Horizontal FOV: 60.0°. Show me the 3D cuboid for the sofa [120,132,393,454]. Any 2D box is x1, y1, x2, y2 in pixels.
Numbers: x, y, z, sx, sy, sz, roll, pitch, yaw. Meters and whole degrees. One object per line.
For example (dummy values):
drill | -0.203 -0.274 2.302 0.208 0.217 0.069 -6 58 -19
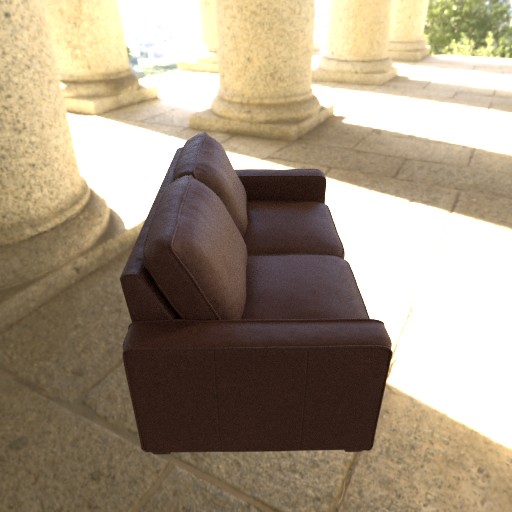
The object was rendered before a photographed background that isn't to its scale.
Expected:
sofa | 0.000 0.000 2.270 0.947 0.918 1.709 0 31 -1
